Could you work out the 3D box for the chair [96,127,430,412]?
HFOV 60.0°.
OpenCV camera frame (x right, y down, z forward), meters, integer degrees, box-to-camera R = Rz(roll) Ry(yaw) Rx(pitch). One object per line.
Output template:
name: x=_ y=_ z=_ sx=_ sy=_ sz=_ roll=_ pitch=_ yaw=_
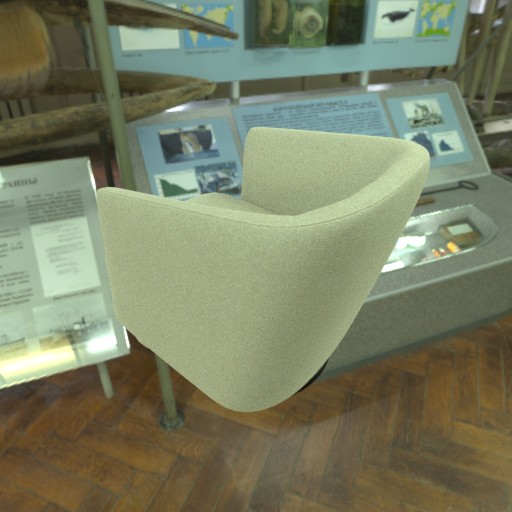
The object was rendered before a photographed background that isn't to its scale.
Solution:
chair: x=0.000 y=0.000 z=1.584 sx=0.986 sy=0.861 sz=0.822 roll=22 pitch=39 yaw=30
